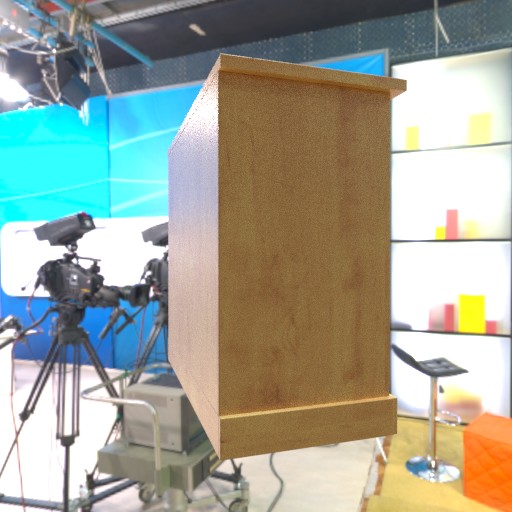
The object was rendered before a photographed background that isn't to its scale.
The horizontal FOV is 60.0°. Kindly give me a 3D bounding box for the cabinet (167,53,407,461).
[{"bbox_3d":[0.000,0.000,1.417,0.450,0.840,0.920,0,1,-18],"label":"cabinet"}]
